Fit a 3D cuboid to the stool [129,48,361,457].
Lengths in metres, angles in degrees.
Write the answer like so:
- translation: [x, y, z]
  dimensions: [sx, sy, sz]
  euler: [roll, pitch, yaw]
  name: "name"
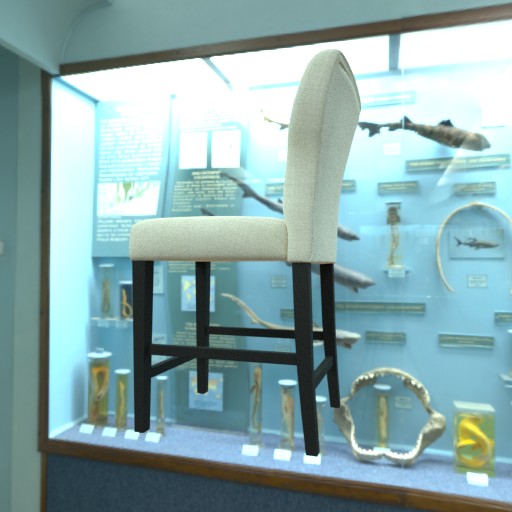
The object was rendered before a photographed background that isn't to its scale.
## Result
- translation: [0.000, 0.000, 1.328]
  dimensions: [0.603, 0.972, 0.514]
  euler: [0, -1, 18]
  name: "stool"
